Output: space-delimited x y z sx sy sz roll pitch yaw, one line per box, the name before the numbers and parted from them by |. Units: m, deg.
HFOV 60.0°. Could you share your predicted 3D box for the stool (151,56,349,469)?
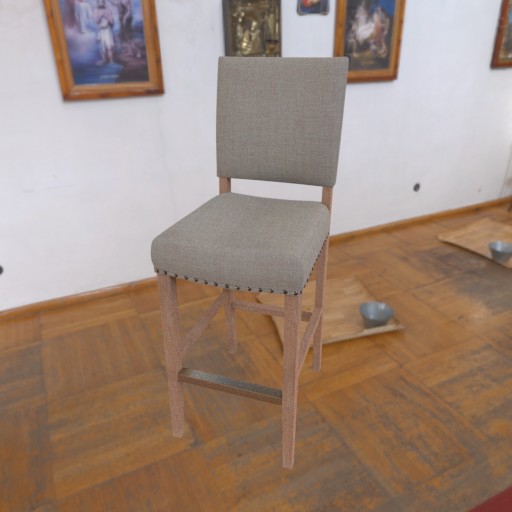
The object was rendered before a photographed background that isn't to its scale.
stool | 0.000 0.000 1.473 0.445 1.203 0.585 8 26 17
